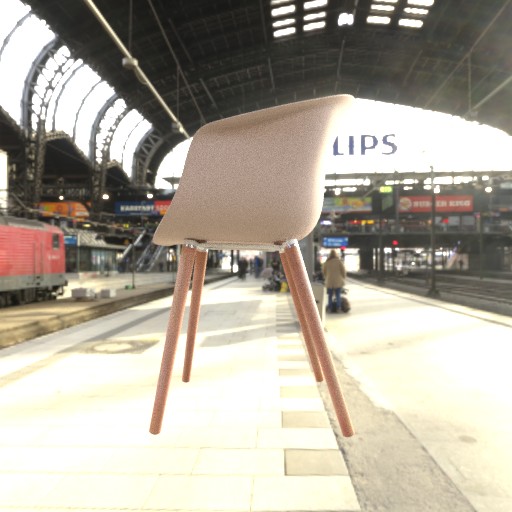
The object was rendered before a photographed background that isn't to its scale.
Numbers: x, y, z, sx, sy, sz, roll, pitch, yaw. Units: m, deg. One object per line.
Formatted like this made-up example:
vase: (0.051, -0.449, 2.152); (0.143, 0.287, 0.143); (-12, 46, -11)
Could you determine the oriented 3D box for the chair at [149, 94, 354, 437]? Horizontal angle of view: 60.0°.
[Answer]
chair: (0.000, 0.000, 1.172); (0.504, 0.781, 0.593); (0, -1, 0)
